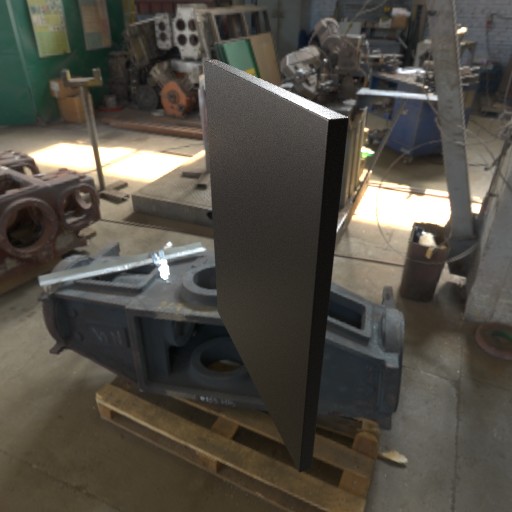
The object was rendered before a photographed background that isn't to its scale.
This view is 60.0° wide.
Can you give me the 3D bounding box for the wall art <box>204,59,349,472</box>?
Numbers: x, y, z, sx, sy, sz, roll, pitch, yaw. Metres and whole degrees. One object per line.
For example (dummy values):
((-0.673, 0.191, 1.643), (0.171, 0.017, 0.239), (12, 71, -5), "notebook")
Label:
((0.000, 0.000, 1.598), (0.053, 1.194, 0.950), (-11, 33, -18), "wall art")
